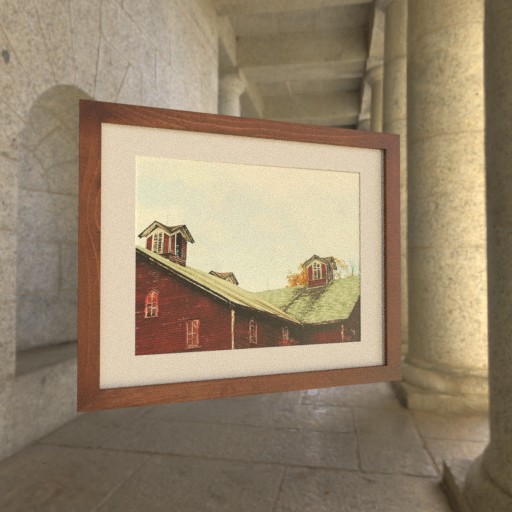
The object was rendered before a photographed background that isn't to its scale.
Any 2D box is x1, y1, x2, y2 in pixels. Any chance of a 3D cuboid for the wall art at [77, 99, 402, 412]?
[{"bbox_3d":[0.000,0.000,0.751,0.558,0.457,0.033,0,-1,-19],"label":"wall art"}]
